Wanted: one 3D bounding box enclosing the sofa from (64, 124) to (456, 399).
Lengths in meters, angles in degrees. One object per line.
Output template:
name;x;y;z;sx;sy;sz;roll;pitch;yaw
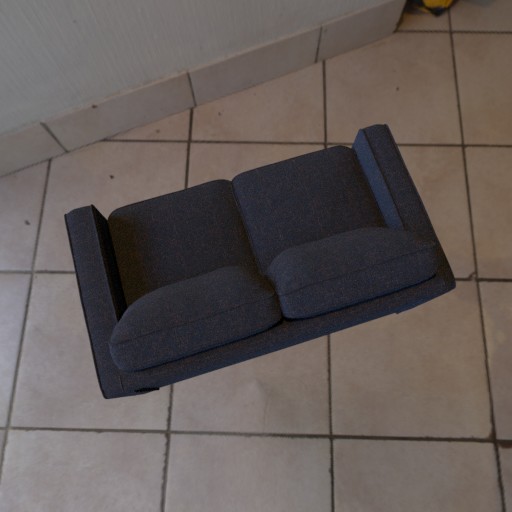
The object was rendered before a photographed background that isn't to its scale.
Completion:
sofa;0.000;0.000;2.250;1.709;0.918;0.947;-17;75;-5
